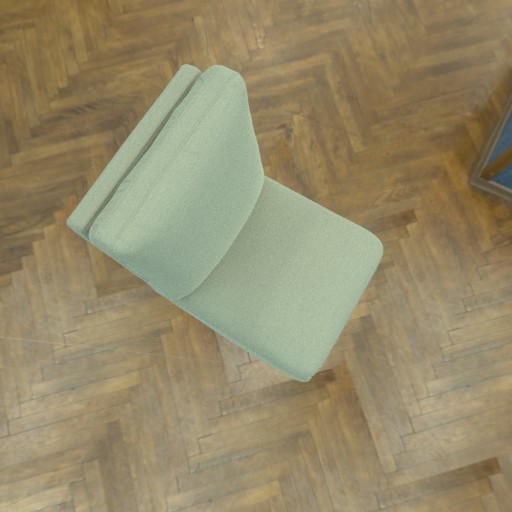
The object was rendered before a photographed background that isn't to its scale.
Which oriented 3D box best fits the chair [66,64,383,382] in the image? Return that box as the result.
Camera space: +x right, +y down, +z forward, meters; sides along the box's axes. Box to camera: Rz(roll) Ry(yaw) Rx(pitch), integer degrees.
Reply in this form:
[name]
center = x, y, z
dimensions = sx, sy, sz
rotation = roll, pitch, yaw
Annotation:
[chair]
center = 0.000, 0.000, 1.343
dimensions = 0.698, 0.927, 0.503
rotation = 31, 78, 7
